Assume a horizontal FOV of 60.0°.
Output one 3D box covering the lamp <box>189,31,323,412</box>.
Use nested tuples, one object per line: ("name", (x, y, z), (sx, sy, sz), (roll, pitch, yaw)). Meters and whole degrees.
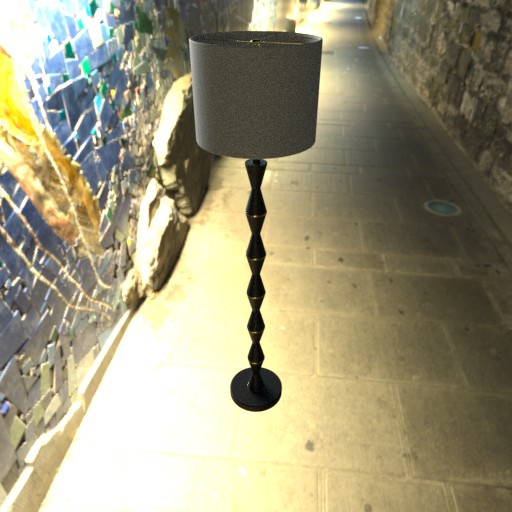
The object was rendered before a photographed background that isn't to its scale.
("lamp", (0.000, 0.000, 1.665), (0.381, 1.480, 0.381), (11, 34, 17))
